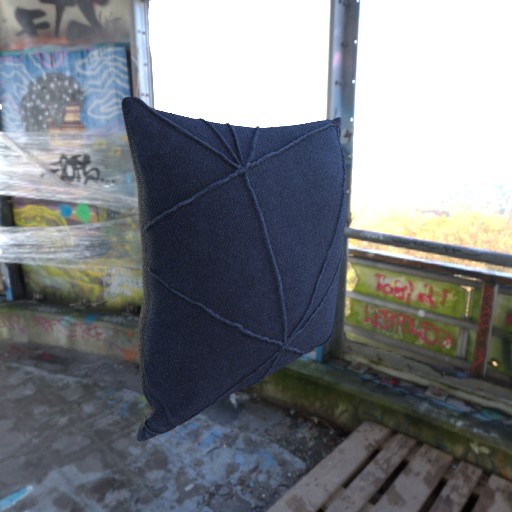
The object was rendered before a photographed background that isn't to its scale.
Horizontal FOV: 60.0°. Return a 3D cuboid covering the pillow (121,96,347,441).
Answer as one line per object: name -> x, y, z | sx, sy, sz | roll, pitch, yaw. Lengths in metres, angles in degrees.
pillow -> 0.000, 0.000, 0.686 | 0.183, 0.440, 0.439 | 14, 20, 42
